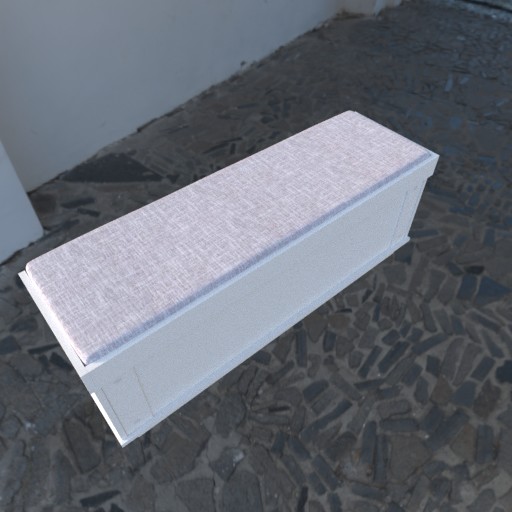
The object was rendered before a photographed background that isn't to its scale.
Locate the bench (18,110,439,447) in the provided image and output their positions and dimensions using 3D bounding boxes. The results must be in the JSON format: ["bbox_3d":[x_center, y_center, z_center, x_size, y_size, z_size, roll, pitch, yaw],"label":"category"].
[{"bbox_3d":[0.000,0.000,1.381,1.196,0.453,0.363,-31,54,-26],"label":"bench"}]
